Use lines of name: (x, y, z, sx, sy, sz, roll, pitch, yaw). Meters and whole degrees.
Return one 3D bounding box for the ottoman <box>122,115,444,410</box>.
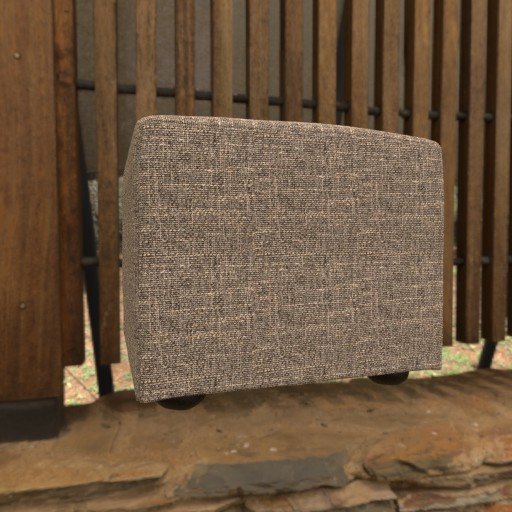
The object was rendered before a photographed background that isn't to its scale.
ottoman: (0.000, 0.000, 0.907, 0.512, 0.453, 0.521, -1, 2, -19)
